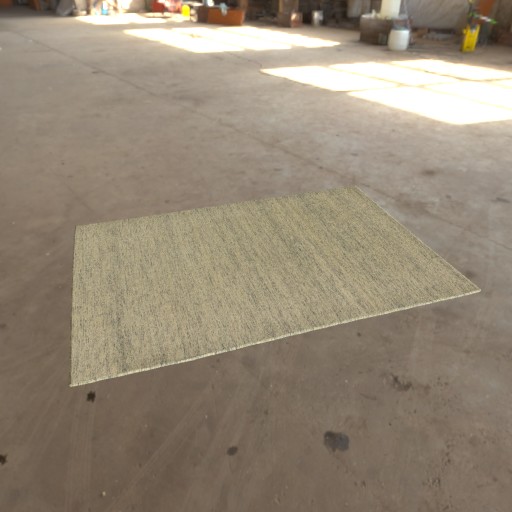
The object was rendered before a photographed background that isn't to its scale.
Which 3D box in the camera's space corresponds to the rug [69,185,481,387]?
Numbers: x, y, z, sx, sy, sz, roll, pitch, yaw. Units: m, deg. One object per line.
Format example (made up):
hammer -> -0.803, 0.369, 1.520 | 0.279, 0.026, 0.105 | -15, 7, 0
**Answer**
rug -> 0.000, 0.000, 2.346 | 1.846, 0.014, 1.243 | -10, 35, -15
